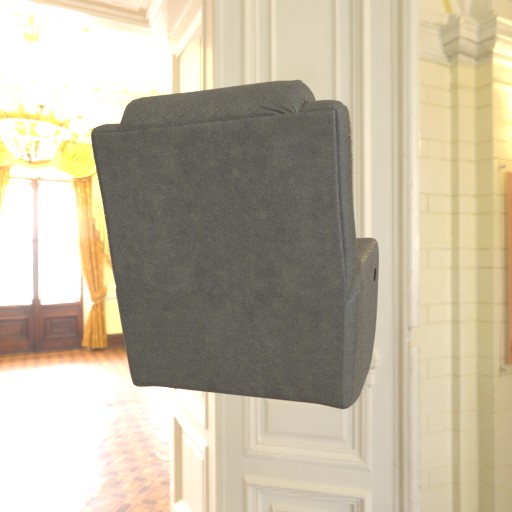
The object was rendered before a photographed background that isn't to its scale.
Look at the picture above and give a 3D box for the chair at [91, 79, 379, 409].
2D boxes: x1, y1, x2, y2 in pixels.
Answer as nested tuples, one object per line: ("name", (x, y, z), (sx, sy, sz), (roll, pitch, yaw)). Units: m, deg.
("chair", (0.000, 0.000, 1.889), (0.965, 1.116, 1.068), (0, 0, 19))
